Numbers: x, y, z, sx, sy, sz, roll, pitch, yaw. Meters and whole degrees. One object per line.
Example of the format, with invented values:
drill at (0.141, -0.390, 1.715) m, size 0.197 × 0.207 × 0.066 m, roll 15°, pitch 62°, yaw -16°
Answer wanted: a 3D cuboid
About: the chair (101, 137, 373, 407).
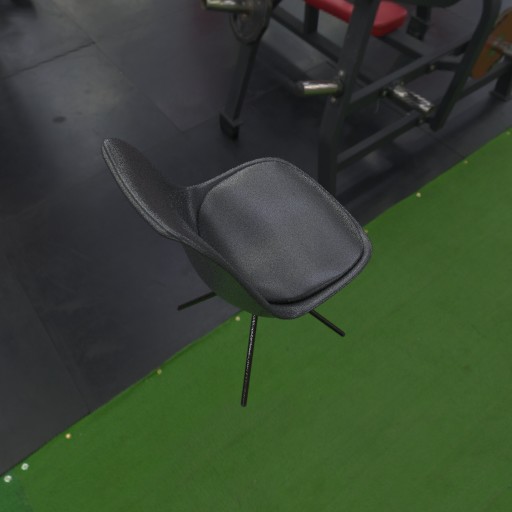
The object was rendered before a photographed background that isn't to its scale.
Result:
chair at (0.000, 0.000, 1.152) m, size 0.525 × 0.850 × 0.461 m, roll -30°, pitch 62°, yaw -18°
